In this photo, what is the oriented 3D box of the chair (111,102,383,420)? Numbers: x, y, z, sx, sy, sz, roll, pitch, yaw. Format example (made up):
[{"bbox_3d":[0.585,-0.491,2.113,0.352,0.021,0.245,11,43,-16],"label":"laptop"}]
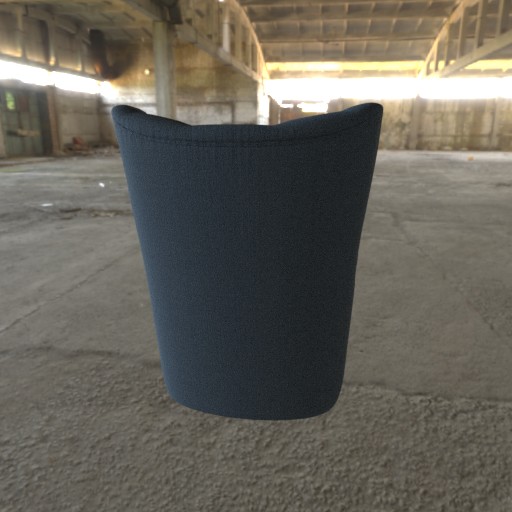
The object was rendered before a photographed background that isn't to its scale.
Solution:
[{"bbox_3d":[0.000,0.000,1.700,0.831,1.079,0.930,3,16,9],"label":"chair"}]
